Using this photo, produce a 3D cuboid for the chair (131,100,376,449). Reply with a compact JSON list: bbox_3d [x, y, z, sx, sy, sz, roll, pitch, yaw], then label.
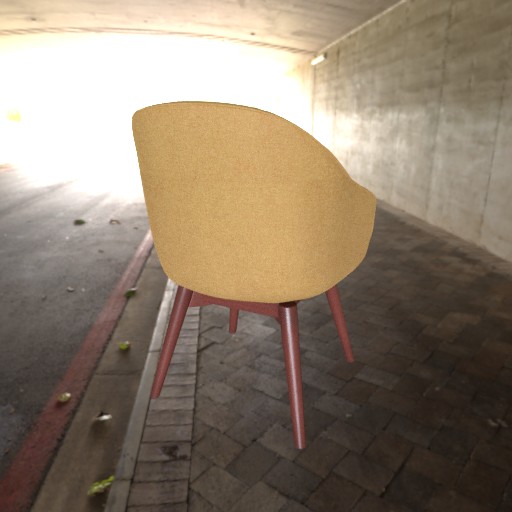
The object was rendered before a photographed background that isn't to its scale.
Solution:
[{"bbox_3d":[0.000,0.000,1.274,0.596,0.823,0.635,9,19,26],"label":"chair"}]
